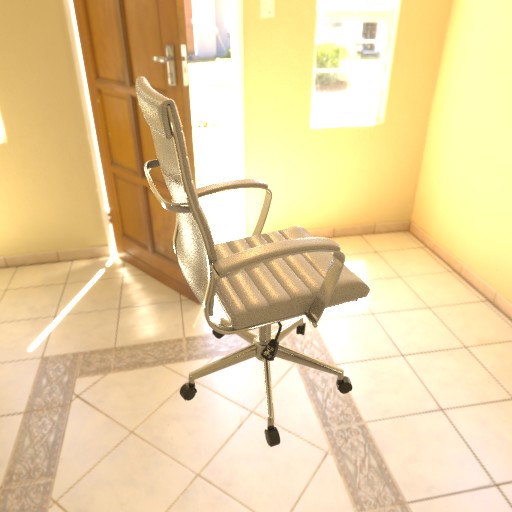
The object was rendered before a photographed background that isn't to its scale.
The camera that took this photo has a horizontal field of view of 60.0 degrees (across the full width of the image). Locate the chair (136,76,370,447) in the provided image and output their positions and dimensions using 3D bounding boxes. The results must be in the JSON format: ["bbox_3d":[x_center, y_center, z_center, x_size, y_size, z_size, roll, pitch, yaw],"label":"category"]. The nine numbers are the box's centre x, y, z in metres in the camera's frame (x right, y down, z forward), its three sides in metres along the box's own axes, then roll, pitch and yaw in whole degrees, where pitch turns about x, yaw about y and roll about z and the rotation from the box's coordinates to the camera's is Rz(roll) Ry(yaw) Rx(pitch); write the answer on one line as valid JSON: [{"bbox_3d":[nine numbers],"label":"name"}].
[{"bbox_3d":[0.000,0.000,1.546,0.667,1.149,0.679,-10,31,-18],"label":"chair"}]
